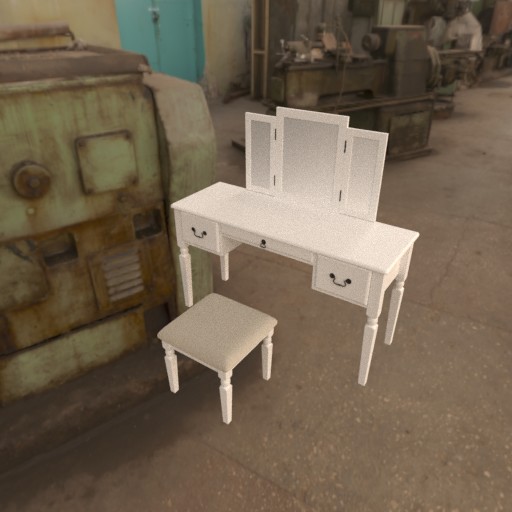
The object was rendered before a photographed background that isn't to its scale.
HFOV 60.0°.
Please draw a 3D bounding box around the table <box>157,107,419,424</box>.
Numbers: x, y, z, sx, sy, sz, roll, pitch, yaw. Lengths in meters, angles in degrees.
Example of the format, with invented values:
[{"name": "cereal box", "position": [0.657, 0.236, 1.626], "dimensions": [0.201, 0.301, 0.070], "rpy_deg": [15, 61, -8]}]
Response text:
[{"name": "table", "position": [0.000, 0.000, 2.361], "dimensions": [1.369, 1.310, 1.115], "rpy_deg": [19, 35, 29]}]
